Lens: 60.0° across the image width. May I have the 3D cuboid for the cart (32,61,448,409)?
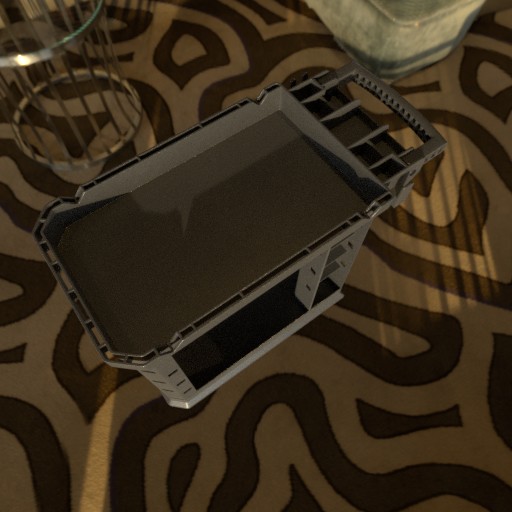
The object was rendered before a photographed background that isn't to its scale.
[{"bbox_3d":[0.000,0.000,1.529,1.061,0.884,0.497,-33,68,-15],"label":"cart"}]
